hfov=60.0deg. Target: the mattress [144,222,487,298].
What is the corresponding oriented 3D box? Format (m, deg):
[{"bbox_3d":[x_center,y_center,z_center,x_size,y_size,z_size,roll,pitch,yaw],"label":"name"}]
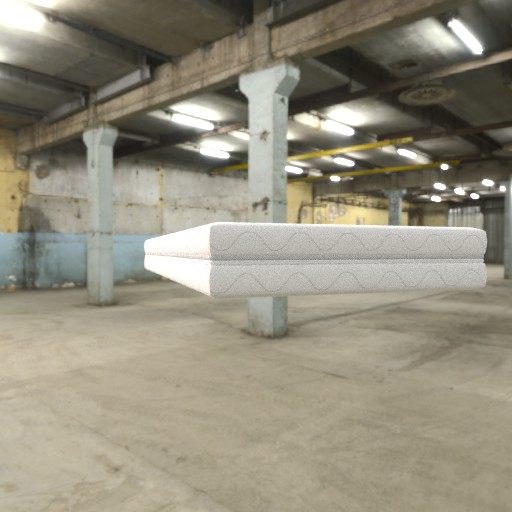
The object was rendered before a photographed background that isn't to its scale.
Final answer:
[{"bbox_3d":[0.000,0.000,2.152,0.900,0.200,1.900,0,1,-19],"label":"mattress"}]
